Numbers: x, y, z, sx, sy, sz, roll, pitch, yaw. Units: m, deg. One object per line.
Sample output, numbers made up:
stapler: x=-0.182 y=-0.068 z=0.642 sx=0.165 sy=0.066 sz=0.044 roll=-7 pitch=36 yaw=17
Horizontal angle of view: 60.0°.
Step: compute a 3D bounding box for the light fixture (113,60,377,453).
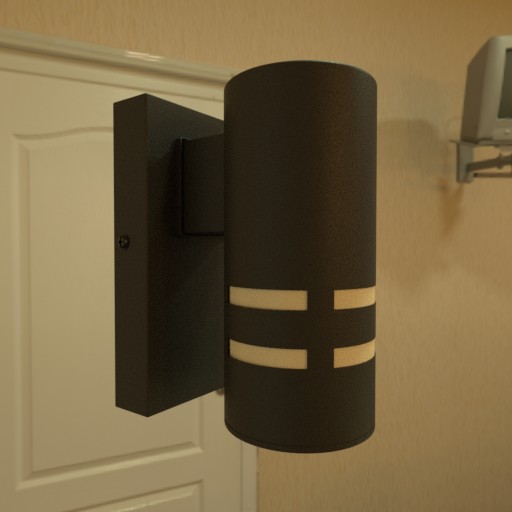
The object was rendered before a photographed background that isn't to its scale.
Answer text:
light fixture: x=0.000 y=0.000 z=0.256 sx=0.138 sy=0.179 sz=0.098 roll=1 pitch=2 yaw=36
